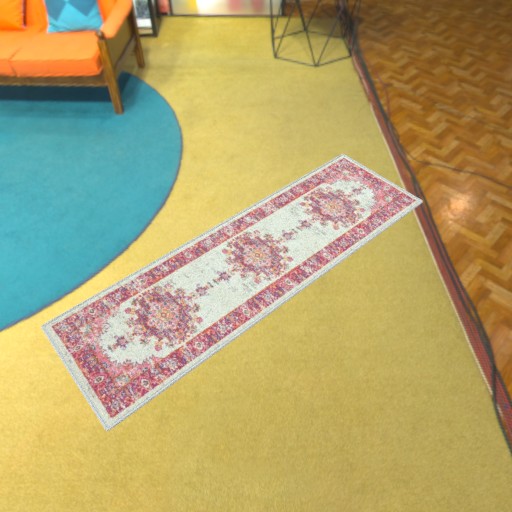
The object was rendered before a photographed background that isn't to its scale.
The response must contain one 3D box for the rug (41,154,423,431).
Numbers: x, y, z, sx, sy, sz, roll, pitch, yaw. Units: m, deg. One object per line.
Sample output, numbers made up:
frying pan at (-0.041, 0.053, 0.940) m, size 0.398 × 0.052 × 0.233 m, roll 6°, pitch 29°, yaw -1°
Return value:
rug at (0.000, 0.000, 2.050) m, size 1.824 × 0.009 × 0.562 m, roll -33°, pitch 56°, yaw -26°
